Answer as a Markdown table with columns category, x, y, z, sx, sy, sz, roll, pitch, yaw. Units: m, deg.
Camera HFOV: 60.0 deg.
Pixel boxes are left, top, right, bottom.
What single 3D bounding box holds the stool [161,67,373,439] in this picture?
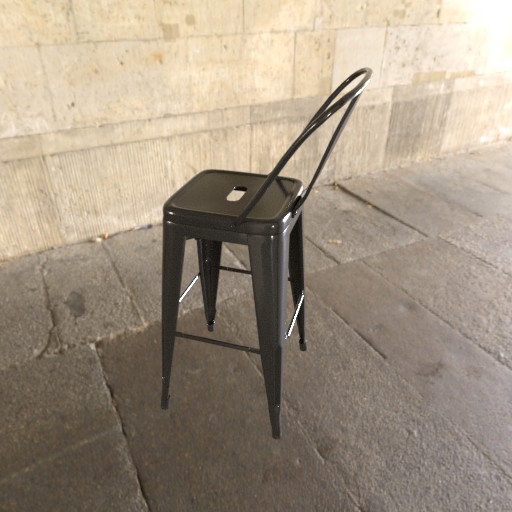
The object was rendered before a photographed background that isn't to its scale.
| category | x | y | z | sx | sy | sz | roll | pitch | yaw |
| --- | --- | --- | --- | --- | --- | --- | --- | --- | --- |
| stool | 0.000 | 0.000 | 1.291 | 0.528 | 1.022 | 0.432 | 9 | 33 | 14 |
